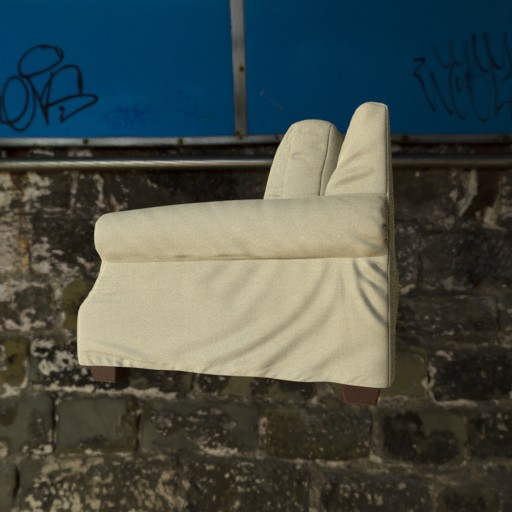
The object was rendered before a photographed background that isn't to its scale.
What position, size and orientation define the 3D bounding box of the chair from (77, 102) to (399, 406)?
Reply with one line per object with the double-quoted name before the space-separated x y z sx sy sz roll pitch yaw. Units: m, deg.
"chair" 0.000 0.000 1.737 1.066 0.866 0.940 -1 -2 18
